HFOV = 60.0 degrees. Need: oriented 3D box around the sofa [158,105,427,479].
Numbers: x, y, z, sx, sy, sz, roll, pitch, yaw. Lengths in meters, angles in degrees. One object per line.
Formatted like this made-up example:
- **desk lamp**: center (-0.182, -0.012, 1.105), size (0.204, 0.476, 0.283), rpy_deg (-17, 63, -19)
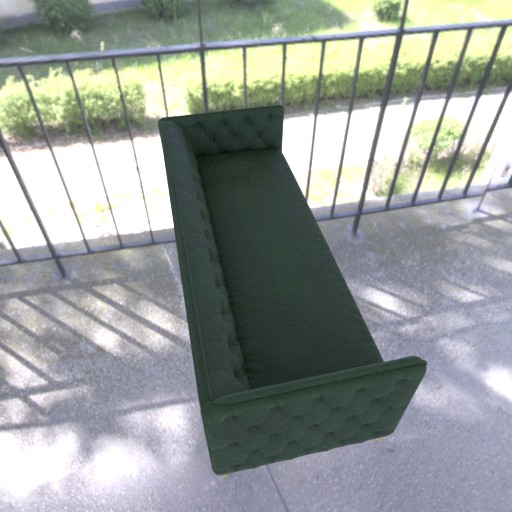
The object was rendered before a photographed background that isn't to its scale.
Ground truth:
- **sofa**: center (0.000, 0.000, 2.618), size (0.895, 0.771, 2.209), rpy_deg (-9, 47, -9)
